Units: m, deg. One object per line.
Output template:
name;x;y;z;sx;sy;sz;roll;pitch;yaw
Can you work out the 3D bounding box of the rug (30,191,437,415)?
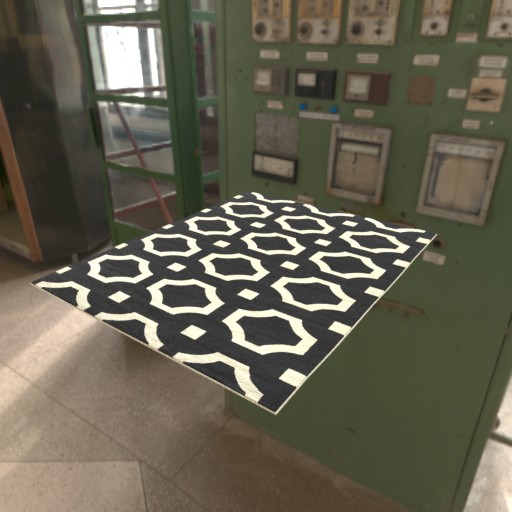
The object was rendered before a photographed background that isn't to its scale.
rug;0.000;0.000;4.162;2.466;0.021;3.049;18;31;32
